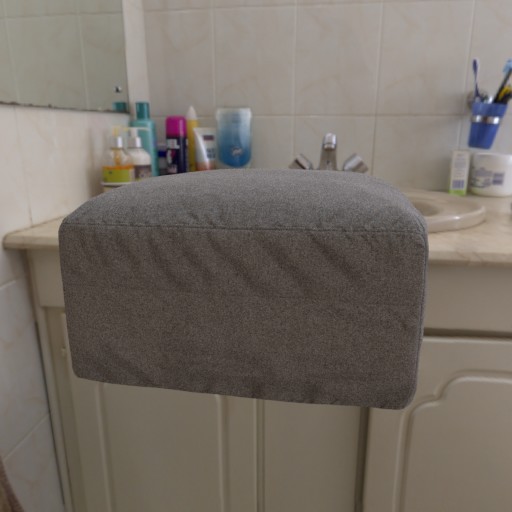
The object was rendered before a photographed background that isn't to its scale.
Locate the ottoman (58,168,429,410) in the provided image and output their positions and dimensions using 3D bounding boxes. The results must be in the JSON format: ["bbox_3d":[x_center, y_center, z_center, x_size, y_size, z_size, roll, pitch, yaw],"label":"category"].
[{"bbox_3d":[0.000,0.000,1.251,0.837,0.481,0.683,3,16,10],"label":"ottoman"}]
